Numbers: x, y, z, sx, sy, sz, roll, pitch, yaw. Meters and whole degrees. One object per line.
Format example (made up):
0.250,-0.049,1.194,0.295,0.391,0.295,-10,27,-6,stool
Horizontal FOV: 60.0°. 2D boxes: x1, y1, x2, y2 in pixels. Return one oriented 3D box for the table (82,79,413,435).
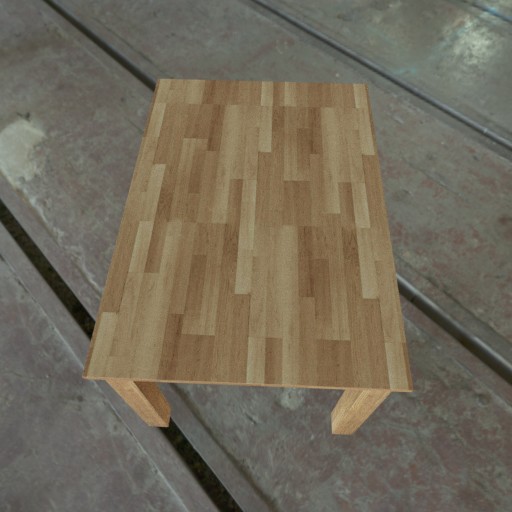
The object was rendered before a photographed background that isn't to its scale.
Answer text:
0.000,0.000,1.867,0.900,0.750,1.300,2,57,1,table
